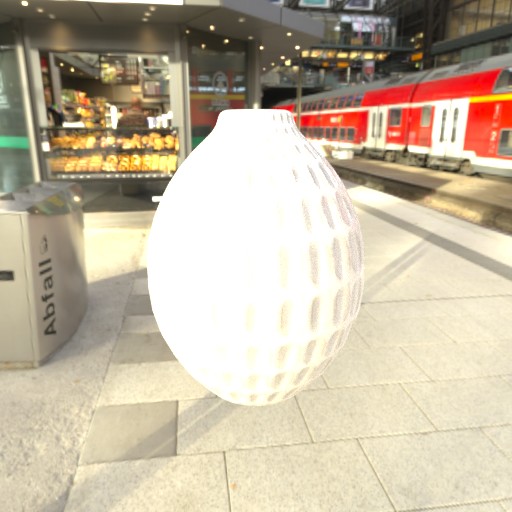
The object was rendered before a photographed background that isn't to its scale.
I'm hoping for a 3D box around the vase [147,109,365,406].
[{"bbox_3d":[0.000,0.000,0.267,0.128,0.167,0.128,0,17,0],"label":"vase"}]
